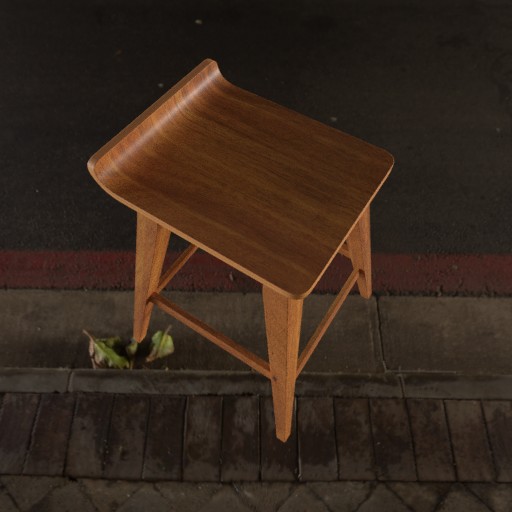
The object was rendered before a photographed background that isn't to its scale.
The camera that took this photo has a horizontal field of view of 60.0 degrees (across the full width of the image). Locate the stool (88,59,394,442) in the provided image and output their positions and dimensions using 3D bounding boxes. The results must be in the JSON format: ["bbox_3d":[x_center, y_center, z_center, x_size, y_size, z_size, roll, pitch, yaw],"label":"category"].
[{"bbox_3d":[0.000,0.000,1.014,0.500,0.650,0.500,29,62,17],"label":"stool"}]
